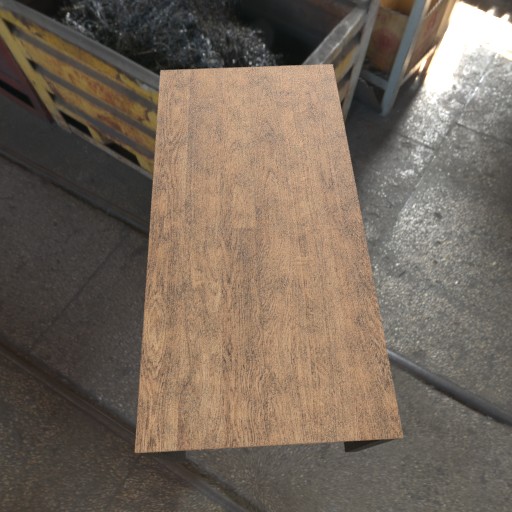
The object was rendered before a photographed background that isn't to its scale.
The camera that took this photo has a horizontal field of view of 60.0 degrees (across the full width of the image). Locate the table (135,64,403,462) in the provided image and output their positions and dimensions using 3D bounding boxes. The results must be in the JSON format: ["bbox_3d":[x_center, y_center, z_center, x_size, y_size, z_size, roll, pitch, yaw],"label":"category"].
[{"bbox_3d":[0.000,0.000,2.222,0.893,0.767,1.805,-3,63,-1],"label":"table"}]
